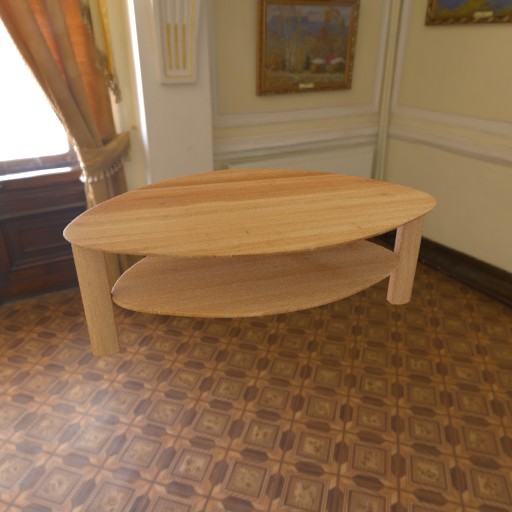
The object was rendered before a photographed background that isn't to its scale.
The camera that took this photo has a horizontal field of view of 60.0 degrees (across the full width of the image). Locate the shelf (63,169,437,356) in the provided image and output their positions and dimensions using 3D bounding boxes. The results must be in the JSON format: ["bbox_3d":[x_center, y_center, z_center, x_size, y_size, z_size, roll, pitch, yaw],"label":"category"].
[{"bbox_3d":[0.000,0.000,1.654,1.246,0.440,0.845,-7,27,-15],"label":"shelf"}]
